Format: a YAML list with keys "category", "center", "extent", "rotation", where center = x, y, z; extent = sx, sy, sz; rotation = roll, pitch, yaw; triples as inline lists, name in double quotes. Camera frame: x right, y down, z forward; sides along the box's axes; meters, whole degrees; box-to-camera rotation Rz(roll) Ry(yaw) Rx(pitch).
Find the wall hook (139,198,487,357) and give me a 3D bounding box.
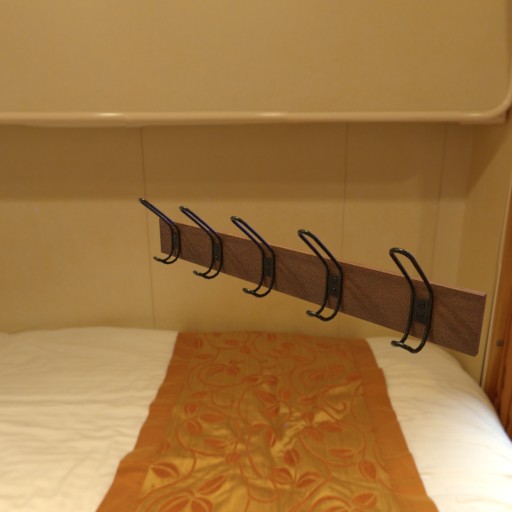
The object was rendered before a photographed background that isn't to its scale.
- category: "wall hook"
  center: [0.000, 0.000, 0.592]
  extent: [0.076, 0.116, 0.554]
  rotation: [-15, 21, -43]
